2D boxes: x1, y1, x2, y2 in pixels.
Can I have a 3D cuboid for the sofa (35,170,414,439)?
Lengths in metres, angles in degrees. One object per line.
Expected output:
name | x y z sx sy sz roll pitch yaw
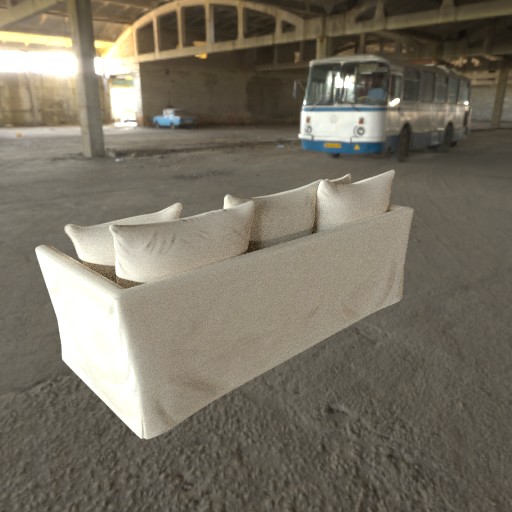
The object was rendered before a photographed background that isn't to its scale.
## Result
sofa | 0.000 0.000 3.021 2.484 1.042 1.030 -17 25 -41
